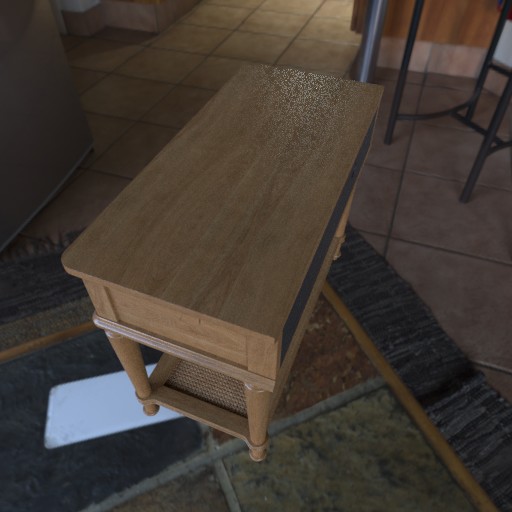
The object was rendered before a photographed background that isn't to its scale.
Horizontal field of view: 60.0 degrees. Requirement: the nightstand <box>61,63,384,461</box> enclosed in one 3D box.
[{"bbox_3d":[0.000,0.000,1.299,0.432,0.700,0.914,16,49,15],"label":"nightstand"}]
